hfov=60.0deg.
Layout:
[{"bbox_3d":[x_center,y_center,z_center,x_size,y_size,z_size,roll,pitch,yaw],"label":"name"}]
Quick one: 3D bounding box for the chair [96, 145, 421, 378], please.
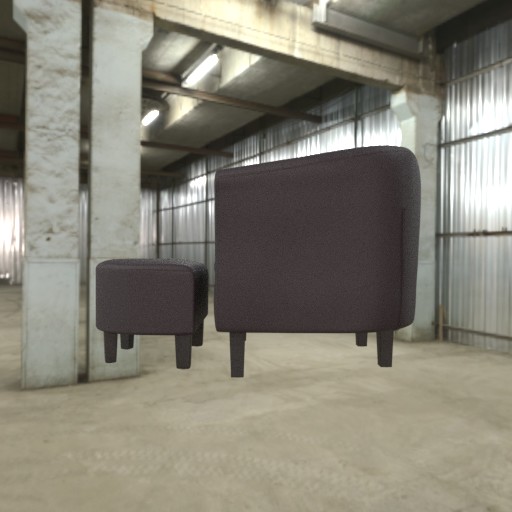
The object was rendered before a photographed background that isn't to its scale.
[{"bbox_3d":[0.000,0.000,1.686,1.191,0.760,0.763,0,0,-1],"label":"chair"}]
